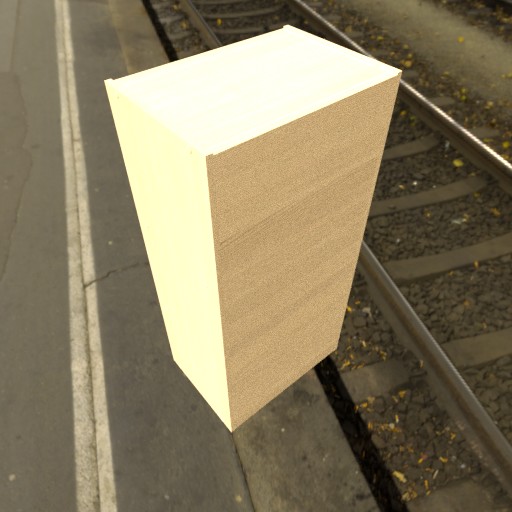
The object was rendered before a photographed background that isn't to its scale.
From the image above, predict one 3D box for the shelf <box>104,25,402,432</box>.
[{"bbox_3d":[0.000,0.000,1.066,0.417,0.876,0.292,-31,53,-26],"label":"shelf"}]
